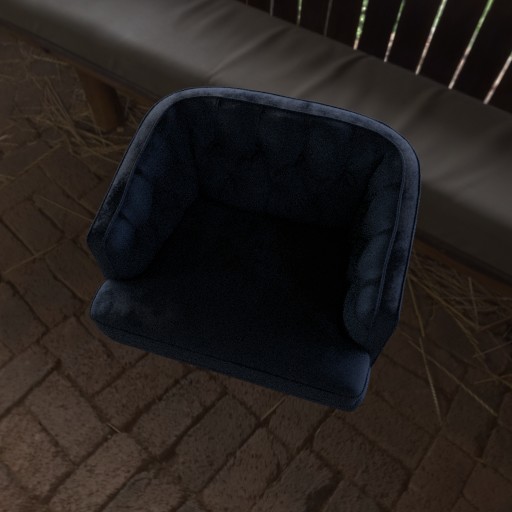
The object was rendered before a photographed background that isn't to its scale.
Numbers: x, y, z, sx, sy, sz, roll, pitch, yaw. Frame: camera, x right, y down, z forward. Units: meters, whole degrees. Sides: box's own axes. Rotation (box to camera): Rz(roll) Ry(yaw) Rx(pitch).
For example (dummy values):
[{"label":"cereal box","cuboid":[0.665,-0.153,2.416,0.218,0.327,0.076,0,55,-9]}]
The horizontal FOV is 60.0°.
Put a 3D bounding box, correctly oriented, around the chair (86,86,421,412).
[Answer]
[{"label":"chair","cuboid":[0.000,0.000,1.791,1.094,0.852,0.940,14,60,9]}]
